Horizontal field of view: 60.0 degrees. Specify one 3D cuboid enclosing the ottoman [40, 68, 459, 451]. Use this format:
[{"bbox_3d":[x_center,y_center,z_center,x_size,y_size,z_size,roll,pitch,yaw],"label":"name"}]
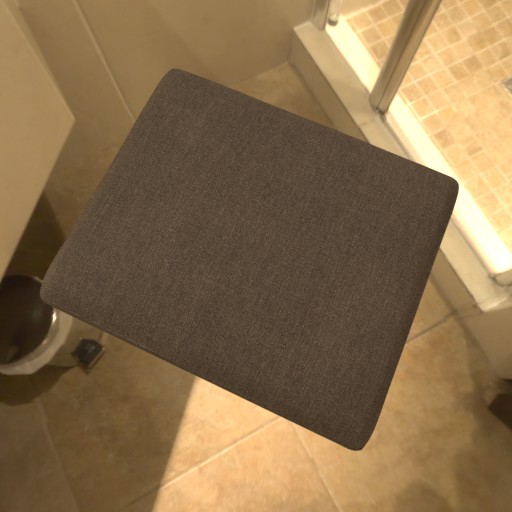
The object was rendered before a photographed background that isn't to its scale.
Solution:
[{"bbox_3d":[0.000,0.000,1.218,0.821,0.474,0.693,24,76,6],"label":"ottoman"}]
